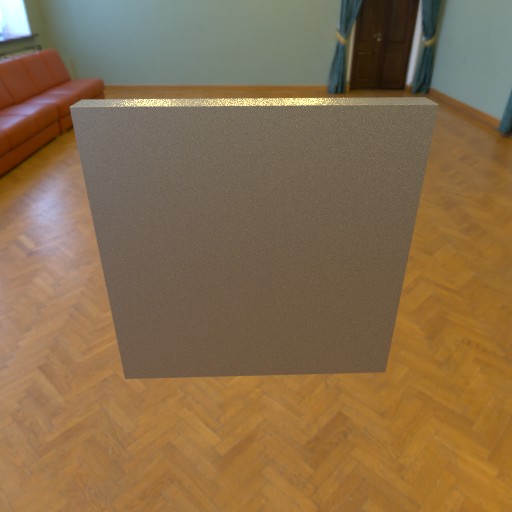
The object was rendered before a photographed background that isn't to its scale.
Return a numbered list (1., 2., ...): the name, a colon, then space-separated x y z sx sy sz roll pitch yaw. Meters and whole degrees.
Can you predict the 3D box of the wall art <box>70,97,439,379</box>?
1. wall art: 0.000 0.000 0.523 0.350 0.350 0.038 -1 30 -2
